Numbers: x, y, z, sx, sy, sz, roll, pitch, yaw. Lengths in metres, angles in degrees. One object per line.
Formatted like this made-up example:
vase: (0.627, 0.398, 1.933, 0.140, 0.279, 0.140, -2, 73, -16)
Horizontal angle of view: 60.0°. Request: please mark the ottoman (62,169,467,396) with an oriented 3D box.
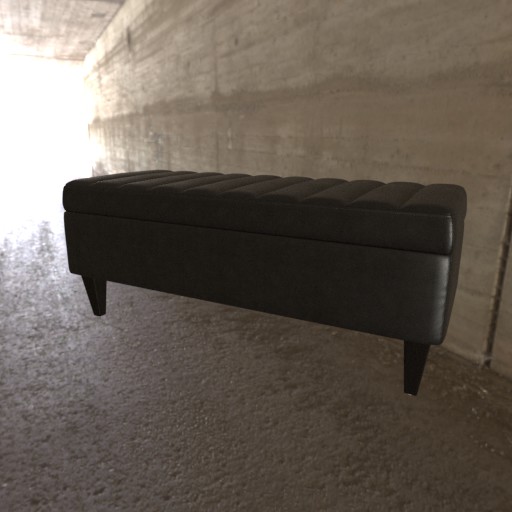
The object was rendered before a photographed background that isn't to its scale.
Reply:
ottoman: (0.000, 0.000, 1.388, 1.151, 0.469, 0.482, 8, 18, 26)
